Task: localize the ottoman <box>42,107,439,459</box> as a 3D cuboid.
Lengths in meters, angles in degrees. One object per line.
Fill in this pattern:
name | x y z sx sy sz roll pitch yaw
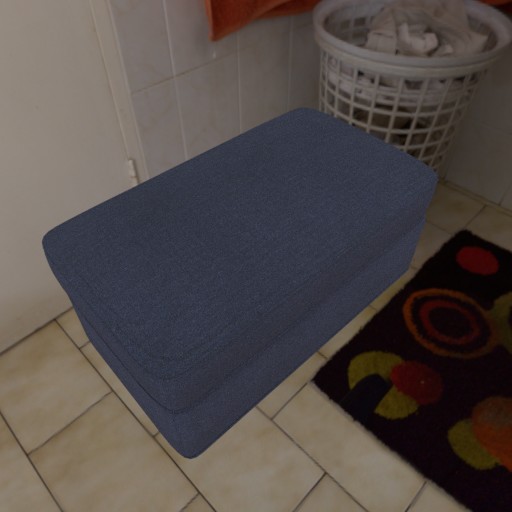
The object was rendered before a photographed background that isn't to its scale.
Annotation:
ottoman | 0.000 0.000 1.191 0.895 0.453 0.505 -34 56 -28
